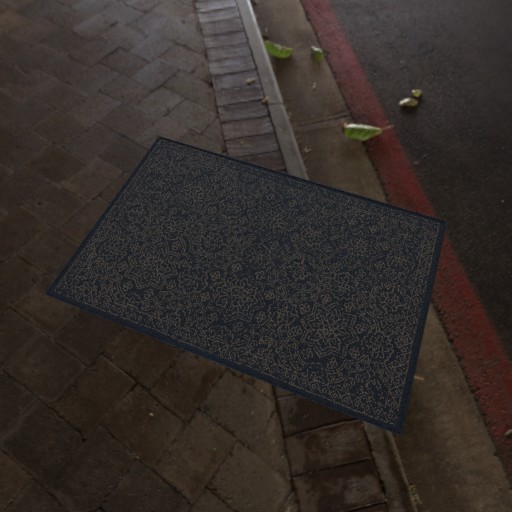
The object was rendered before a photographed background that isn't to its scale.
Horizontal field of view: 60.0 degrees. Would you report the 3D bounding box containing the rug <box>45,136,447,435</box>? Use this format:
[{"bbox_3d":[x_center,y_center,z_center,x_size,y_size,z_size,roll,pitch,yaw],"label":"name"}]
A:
[{"bbox_3d":[0.000,0.000,2.372,1.829,0.010,1.219,19,60,11],"label":"rug"}]
